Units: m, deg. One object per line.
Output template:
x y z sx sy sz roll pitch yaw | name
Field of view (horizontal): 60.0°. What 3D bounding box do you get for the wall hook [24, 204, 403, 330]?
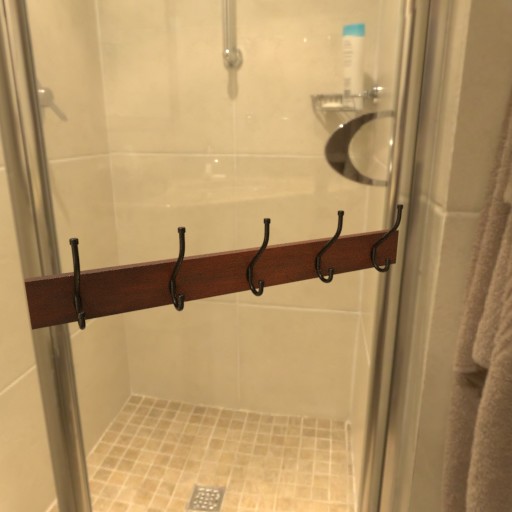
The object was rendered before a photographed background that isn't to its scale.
0.000 0.000 0.613 0.571 0.117 0.071 -8 18 -26 | wall hook
